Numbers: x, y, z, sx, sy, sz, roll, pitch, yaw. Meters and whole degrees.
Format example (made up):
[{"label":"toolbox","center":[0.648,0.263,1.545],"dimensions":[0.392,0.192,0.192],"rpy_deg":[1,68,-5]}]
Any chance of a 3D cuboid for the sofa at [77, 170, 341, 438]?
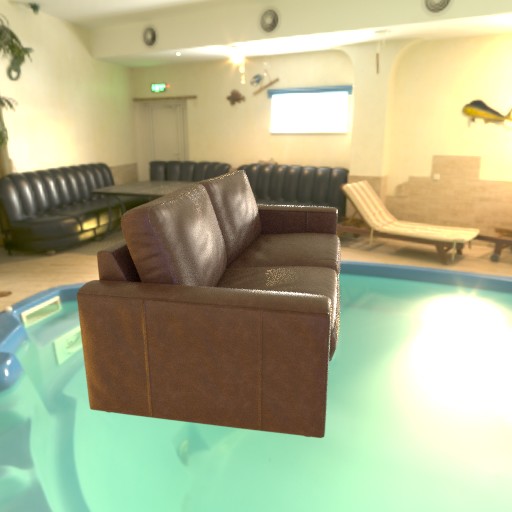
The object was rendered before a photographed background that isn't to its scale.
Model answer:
[{"label":"sofa","center":[0.000,0.000,2.683],"dimensions":[1.016,0.873,2.179],"rpy_deg":[3,16,10]}]
